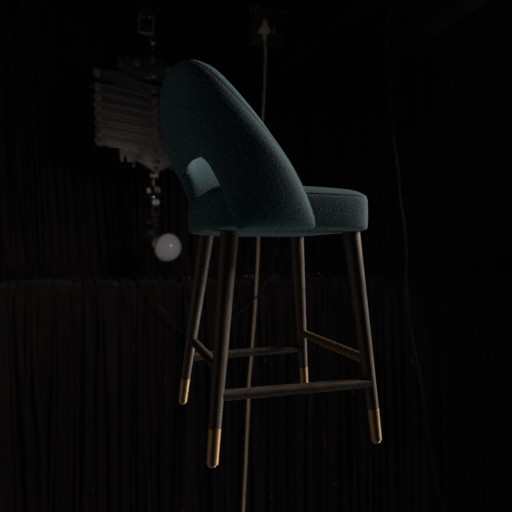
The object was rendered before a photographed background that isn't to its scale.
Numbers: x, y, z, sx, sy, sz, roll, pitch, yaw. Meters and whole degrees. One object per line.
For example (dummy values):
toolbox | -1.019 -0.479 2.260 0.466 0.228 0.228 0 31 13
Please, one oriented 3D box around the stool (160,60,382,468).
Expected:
stool | 0.000 0.000 1.247 0.522 0.939 0.536 0 0 -18
